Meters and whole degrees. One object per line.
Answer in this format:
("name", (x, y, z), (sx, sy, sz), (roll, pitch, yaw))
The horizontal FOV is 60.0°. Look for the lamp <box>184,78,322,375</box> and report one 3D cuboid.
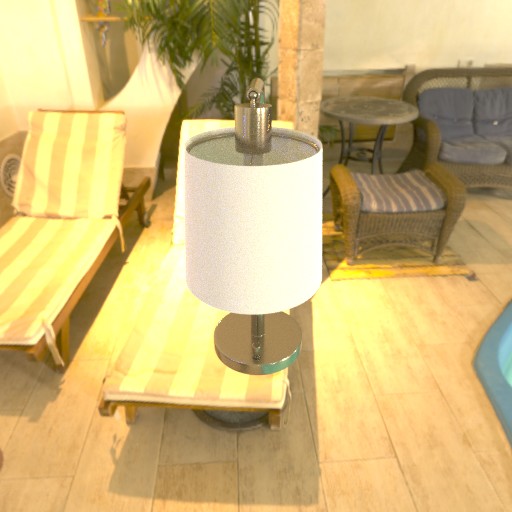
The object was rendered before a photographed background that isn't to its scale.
("lamp", (0.000, 0.000, 0.641), (0.171, 0.489, 0.333), (1, 31, 2))
